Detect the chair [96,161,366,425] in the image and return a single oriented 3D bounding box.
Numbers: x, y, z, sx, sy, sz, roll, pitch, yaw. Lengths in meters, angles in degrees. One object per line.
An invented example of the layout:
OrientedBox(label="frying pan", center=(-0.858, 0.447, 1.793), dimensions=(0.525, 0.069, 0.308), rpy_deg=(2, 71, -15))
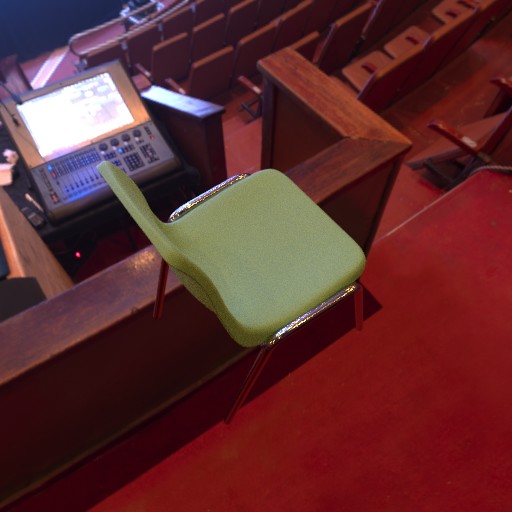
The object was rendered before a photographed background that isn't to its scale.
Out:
OrientedBox(label="chair", center=(0.000, 0.000, 0.920), dimensions=(0.436, 0.653, 0.381), rpy_deg=(-32, 63, -19))
